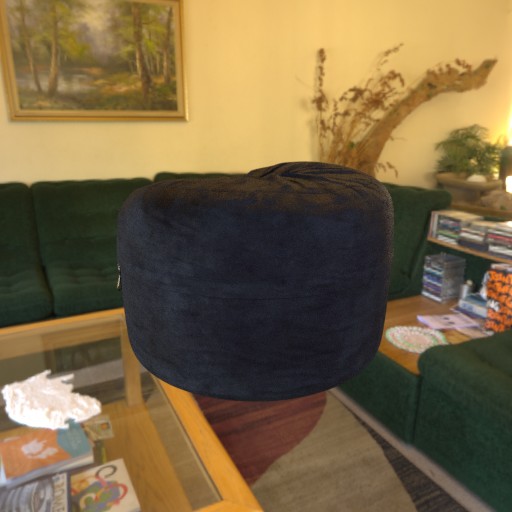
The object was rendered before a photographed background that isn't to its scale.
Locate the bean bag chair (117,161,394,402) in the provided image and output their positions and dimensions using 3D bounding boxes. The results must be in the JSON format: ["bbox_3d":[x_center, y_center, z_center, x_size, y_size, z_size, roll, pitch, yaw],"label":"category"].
[{"bbox_3d":[0.000,0.000,1.545,0.918,0.616,0.918,0,17,0],"label":"bean bag chair"}]
